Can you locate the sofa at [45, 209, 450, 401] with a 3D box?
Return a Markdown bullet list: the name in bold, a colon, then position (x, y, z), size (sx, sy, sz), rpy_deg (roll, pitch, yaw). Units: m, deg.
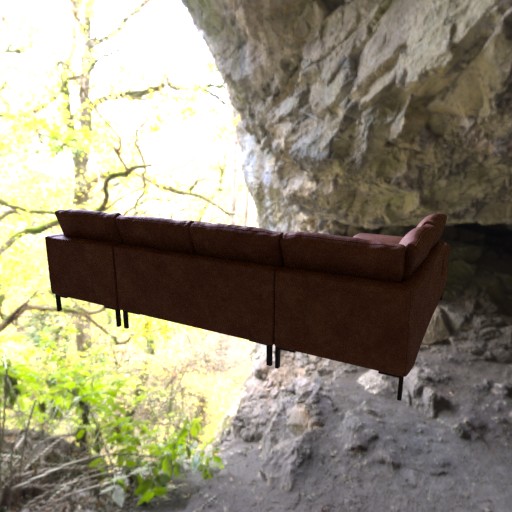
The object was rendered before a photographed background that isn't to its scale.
- **sofa**: position (0.000, 0.000, 3.853), size (2.956, 0.900, 1.939), rpy_deg (8, 17, 27)
